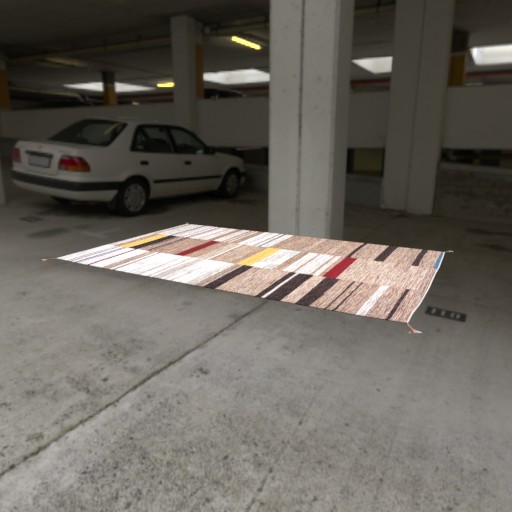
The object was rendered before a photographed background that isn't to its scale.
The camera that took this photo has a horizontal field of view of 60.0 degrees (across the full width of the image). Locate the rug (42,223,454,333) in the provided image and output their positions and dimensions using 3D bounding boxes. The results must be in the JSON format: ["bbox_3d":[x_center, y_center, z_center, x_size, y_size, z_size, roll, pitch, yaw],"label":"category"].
[{"bbox_3d":[0.000,0.000,2.420,1.918,0.007,1.268,8,17,28],"label":"rug"}]
